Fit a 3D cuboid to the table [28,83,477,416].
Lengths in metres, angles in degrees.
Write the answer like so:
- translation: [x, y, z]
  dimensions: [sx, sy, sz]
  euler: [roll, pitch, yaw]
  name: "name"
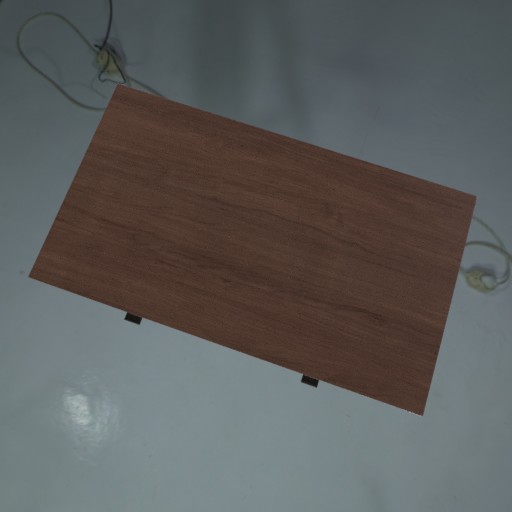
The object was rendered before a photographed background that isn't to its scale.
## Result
- translation: [0.000, 0.000, 1.320]
  dimensions: [1.020, 0.380, 0.600]
  euler: [19, 78, 4]
  name: "table"
